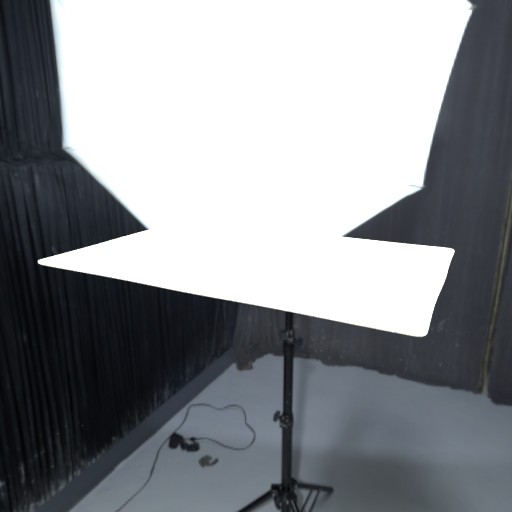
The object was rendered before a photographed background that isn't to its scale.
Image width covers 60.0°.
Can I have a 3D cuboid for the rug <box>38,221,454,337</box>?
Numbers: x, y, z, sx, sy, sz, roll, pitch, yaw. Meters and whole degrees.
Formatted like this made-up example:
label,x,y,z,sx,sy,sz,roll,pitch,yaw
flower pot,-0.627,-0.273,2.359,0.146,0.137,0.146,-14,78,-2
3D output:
label,x,y,z,sx,sy,sz,roll,pitch,yaw
rug,0.000,0.000,3.416,2.698,0.025,1.798,8,17,26
